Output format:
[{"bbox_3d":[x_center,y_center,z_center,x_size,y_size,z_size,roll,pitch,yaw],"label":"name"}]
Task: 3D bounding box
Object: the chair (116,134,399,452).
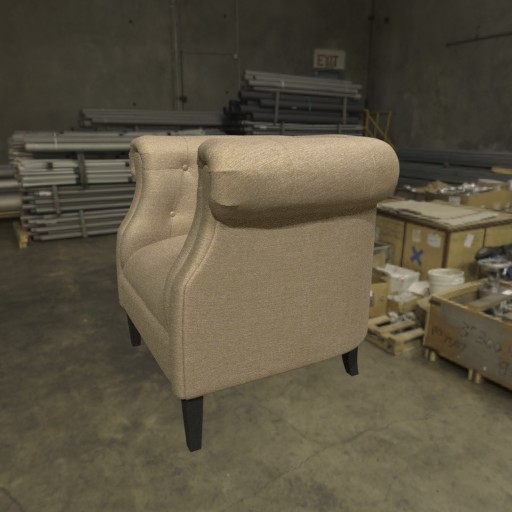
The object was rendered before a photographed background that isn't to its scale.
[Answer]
[{"bbox_3d":[0.000,0.000,1.569,0.852,0.827,0.905,-8,18,-26],"label":"chair"}]
